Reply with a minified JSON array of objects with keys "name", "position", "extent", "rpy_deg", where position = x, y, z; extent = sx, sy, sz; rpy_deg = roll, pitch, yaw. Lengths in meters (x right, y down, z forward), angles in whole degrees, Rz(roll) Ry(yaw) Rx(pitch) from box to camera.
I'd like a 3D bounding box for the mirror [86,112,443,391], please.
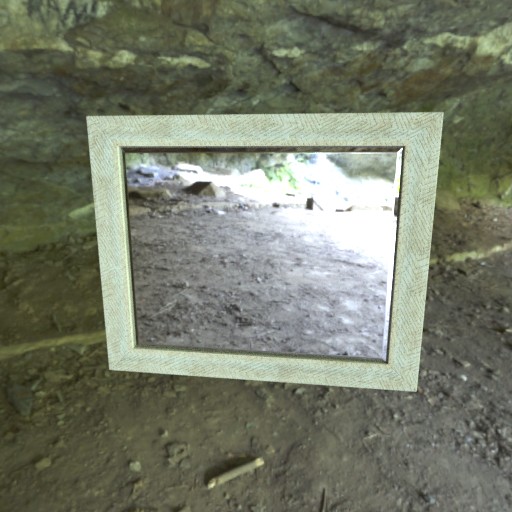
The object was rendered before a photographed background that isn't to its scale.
[{"name":"mirror","position":[0.000,0.000,1.127],"extent":[0.839,0.689,0.028],"rpy_deg":[2,14,8]}]
